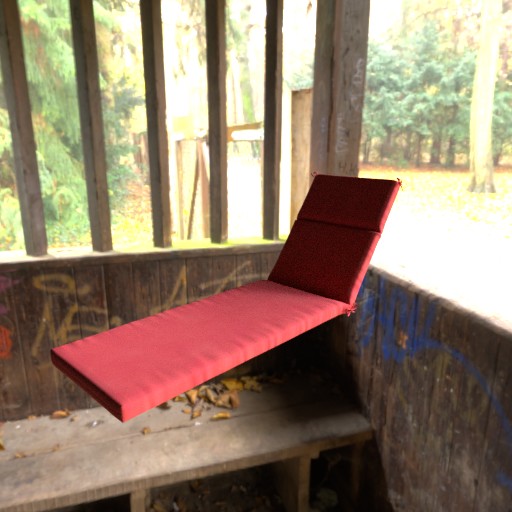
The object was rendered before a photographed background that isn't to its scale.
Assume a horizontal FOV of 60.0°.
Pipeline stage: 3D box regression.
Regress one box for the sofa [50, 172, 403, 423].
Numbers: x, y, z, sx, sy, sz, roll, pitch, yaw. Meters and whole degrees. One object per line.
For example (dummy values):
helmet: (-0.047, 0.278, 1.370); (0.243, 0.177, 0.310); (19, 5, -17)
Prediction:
sofa: (0.000, 0.000, 1.961); (0.582, 0.622, 1.663); (14, 21, 42)
